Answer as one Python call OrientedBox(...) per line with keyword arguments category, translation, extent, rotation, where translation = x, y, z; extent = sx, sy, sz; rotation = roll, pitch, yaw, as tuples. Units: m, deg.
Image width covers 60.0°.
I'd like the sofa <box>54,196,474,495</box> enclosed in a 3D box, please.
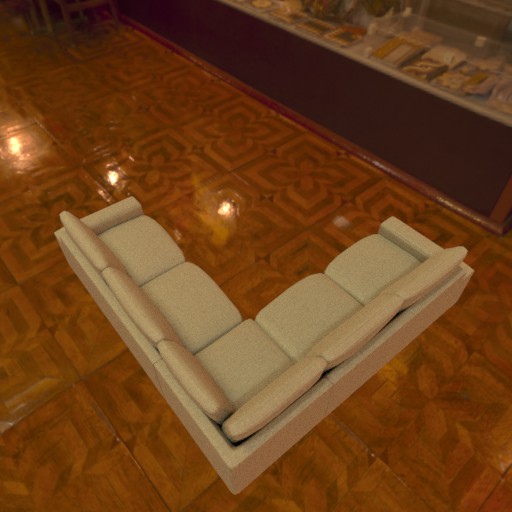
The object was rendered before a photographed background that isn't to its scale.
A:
OrientedBox(category="sofa", translation=(0.000, 0.000, 4.015), extent=(2.622, 0.800, 2.742), rotation=(-31, 55, -25))
